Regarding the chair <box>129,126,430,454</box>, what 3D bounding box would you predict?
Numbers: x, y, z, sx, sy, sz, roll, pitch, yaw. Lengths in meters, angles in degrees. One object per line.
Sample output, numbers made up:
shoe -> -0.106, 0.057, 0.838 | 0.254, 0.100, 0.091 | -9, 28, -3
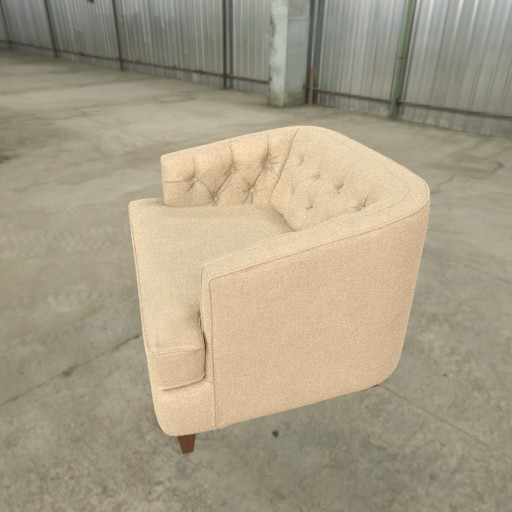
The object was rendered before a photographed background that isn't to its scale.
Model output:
chair -> 0.000, 0.000, 1.729 | 0.914, 0.787, 1.118 | -8, 30, -14
